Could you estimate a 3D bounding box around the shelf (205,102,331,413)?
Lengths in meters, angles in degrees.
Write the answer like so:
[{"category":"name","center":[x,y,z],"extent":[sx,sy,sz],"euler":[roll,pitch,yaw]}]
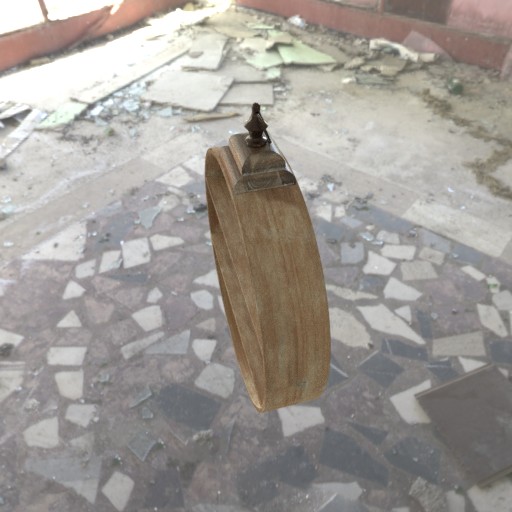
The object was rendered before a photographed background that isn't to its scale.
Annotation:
[{"category":"shelf","center":[0.000,0.000,0.999],"extent":[0.125,0.725,0.601],"euler":[-11,46,-11]}]
